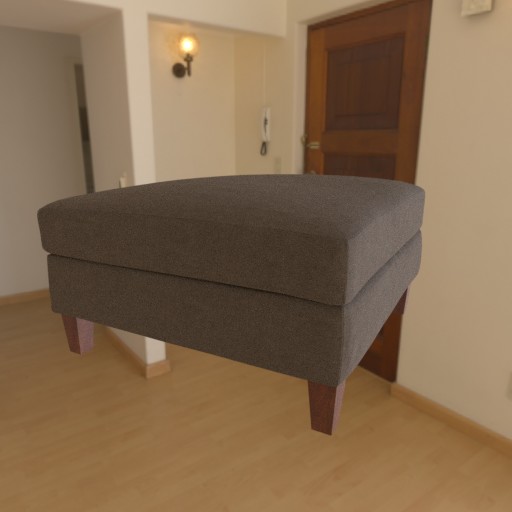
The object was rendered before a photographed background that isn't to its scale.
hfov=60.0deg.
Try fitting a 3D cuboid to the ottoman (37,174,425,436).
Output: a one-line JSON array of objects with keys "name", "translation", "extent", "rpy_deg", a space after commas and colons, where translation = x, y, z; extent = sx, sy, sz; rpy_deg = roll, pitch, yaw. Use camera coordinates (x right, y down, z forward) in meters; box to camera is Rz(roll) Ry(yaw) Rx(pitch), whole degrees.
[{"name": "ottoman", "translation": [0.000, 0.000, 1.368], "extent": [0.861, 0.482, 0.881], "rpy_deg": [8, 17, 28]}]
